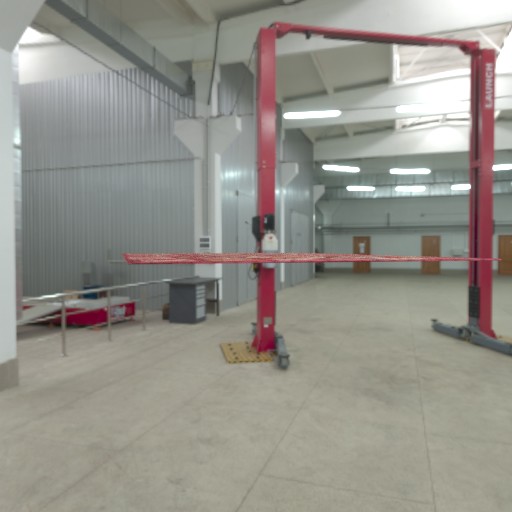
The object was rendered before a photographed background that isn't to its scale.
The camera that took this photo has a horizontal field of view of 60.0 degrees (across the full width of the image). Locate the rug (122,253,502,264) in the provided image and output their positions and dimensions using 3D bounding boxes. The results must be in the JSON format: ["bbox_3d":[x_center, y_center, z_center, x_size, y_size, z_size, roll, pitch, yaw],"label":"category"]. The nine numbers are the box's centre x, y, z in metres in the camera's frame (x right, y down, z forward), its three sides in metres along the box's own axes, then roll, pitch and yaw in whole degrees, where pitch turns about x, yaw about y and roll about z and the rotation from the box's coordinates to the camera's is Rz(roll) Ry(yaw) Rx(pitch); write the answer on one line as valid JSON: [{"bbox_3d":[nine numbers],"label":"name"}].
[{"bbox_3d":[0.000,0.000,2.750,1.579,0.007,2.184,0,1,-17],"label":"rug"}]
